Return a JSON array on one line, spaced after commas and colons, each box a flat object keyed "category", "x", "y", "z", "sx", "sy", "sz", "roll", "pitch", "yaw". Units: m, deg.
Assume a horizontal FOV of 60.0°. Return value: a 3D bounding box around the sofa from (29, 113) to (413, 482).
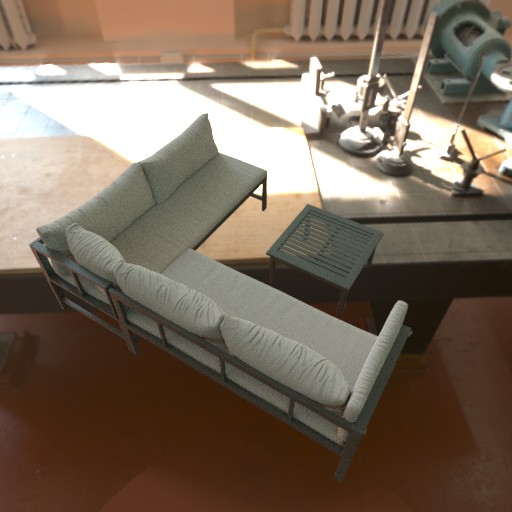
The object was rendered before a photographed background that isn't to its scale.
[{"category": "sofa", "x": 0.000, "y": 0.000, "z": 2.872, "sx": 2.096, "sy": 0.758, "sz": 1.658, "roll": 24, "pitch": 51, "yaw": 21}]
